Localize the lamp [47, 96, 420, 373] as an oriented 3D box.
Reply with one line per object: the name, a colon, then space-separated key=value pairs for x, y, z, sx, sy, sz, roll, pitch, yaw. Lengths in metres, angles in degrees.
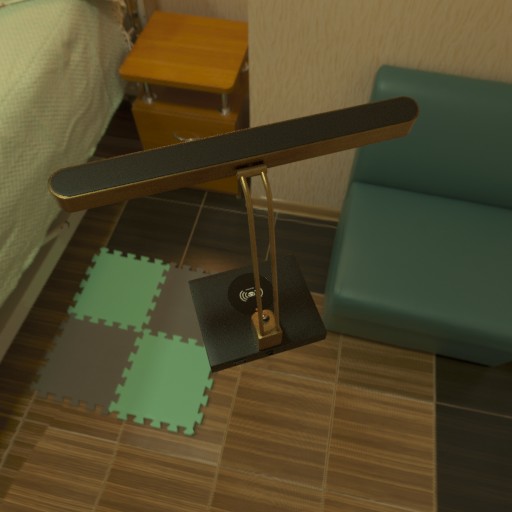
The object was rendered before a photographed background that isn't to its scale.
lamp: x=0.000 y=0.000 z=0.585 sx=0.412 sy=0.345 sz=0.156 roll=-14 pitch=58 yaw=-9
